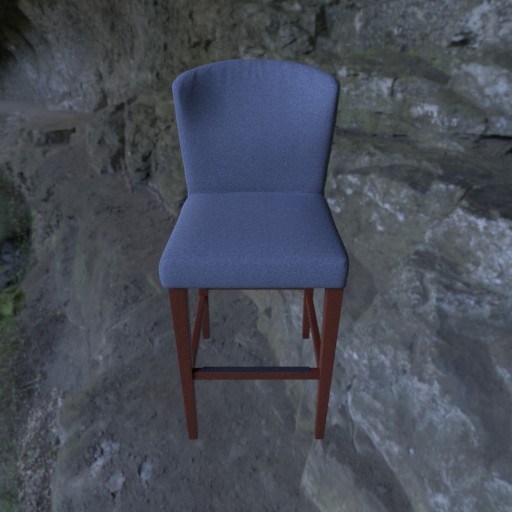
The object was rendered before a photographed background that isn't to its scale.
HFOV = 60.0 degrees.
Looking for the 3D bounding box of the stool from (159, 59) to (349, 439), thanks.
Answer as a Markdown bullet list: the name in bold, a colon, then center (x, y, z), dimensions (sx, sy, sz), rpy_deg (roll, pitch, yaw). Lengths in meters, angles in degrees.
- **stool**: center (0.000, 0.000, 1.379), dimensions (0.481, 1.069, 0.568), rpy_deg (0, 30, 0)
